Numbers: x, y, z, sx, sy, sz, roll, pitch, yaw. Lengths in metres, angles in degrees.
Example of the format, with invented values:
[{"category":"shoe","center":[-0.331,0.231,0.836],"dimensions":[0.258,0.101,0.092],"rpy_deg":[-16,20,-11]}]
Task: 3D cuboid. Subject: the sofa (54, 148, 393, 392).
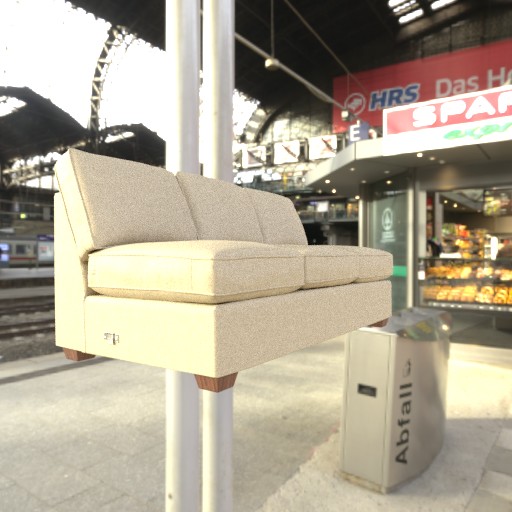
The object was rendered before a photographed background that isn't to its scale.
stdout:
[{"category":"sofa","center":[0.000,0.000,2.570],"dimensions":[1.027,0.973,1.962],"rpy_deg":[0,0,35]}]
